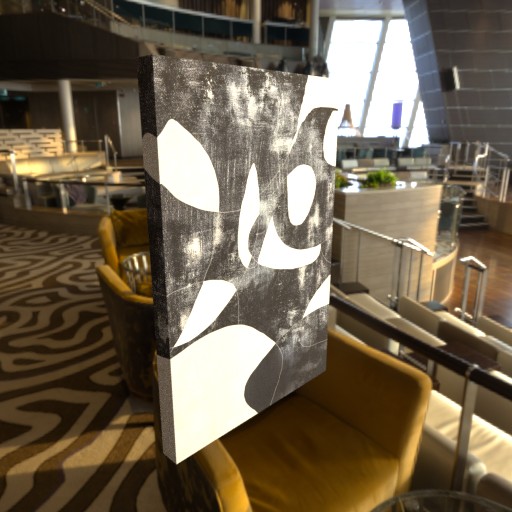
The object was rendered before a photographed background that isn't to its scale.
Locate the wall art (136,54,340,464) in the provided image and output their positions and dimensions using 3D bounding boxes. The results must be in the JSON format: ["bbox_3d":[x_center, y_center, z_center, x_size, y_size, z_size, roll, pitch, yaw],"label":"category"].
[{"bbox_3d":[0.000,0.000,0.784,0.039,0.610,0.407,15,22,42],"label":"wall art"}]
